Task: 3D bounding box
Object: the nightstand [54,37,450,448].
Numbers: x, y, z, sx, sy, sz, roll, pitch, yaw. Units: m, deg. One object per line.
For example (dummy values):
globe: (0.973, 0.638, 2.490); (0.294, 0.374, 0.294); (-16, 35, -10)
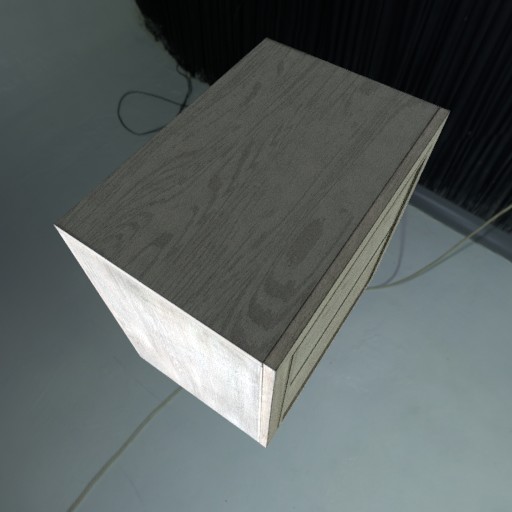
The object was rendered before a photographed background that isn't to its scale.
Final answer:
nightstand: (0.000, 0.000, 1.068); (0.483, 0.673, 0.612); (30, 63, 17)
